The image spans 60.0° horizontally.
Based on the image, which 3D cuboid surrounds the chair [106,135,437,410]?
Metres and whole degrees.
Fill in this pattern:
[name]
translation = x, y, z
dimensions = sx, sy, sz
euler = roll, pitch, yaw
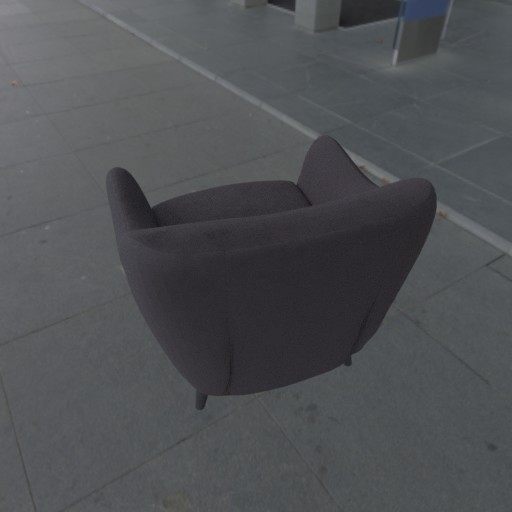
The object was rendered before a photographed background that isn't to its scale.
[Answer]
[chair]
translation = 0.000, 0.000, 1.453
dimensions = 0.840, 0.807, 0.819
euler = -12, 42, -14
